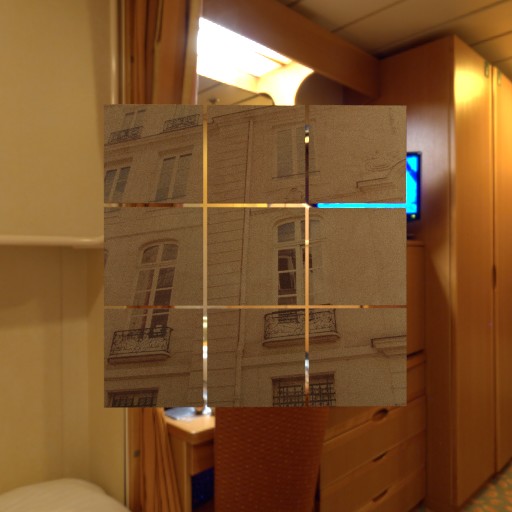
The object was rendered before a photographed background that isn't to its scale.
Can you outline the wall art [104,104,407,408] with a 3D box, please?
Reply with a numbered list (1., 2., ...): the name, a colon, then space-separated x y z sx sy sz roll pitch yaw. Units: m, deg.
1. wall art: 0.000 0.000 2.246 1.526 1.522 0.023 0 0 -1
